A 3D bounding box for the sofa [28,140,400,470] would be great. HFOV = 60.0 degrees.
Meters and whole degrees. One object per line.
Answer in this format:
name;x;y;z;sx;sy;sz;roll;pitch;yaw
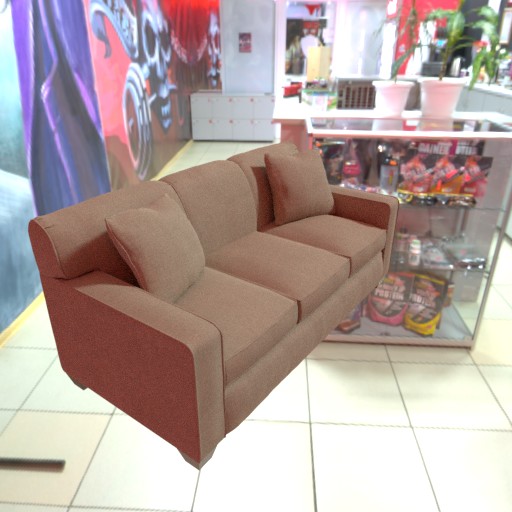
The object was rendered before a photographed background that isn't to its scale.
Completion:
sofa;0.000;0.000;2.542;0.997;0.958;2.024;18;31;32
